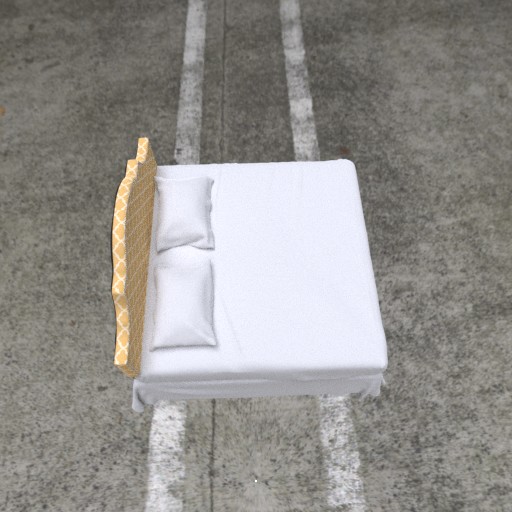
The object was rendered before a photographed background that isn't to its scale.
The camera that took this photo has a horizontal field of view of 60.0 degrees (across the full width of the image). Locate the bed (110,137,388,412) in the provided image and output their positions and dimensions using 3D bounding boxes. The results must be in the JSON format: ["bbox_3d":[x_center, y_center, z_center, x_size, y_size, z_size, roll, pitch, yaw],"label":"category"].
[{"bbox_3d":[0.000,0.000,3.794,2.222,1.601,2.314,-2,63,-1],"label":"bed"}]
